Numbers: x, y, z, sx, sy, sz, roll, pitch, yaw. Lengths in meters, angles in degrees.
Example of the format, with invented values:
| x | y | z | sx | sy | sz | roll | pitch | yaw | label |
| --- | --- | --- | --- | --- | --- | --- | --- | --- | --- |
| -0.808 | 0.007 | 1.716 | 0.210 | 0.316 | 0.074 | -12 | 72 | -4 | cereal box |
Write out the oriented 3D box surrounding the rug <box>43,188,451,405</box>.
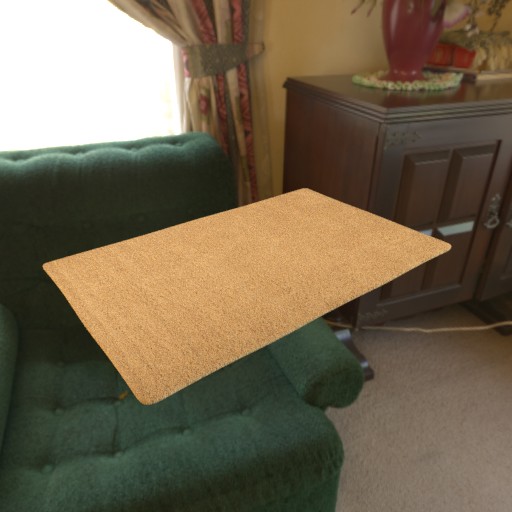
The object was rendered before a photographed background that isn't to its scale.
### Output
| x | y | z | sx | sy | sz | roll | pitch | yaw | label |
| --- | --- | --- | --- | --- | --- | --- | --- | --- | --- |
| 0.000 | 0.000 | 2.986 | 2.349 | 0.025 | 1.500 | -20 | 35 | -33 | rug |
